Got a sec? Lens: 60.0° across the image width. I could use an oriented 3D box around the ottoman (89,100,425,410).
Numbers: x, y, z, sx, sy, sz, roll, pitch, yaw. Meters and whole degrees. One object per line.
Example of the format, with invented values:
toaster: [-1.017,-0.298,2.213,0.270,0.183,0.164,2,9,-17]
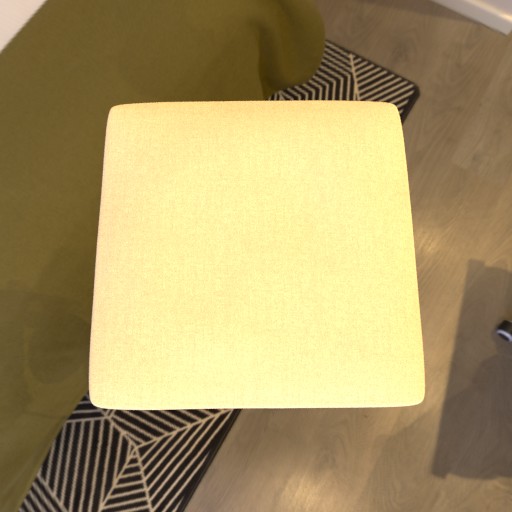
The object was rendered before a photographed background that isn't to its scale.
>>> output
ottoman: [0.000,0.000,1.320,0.843,0.436,0.840,-1,77,0]
